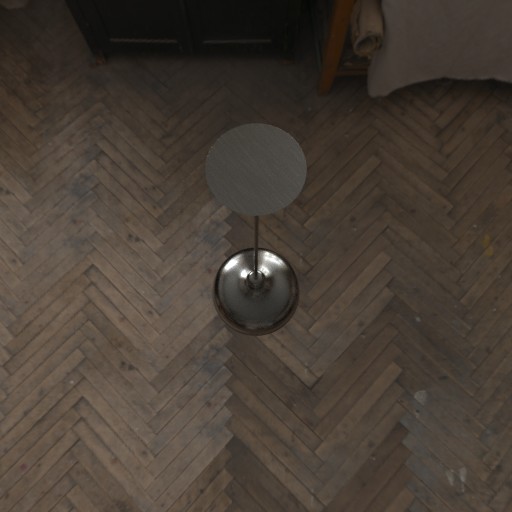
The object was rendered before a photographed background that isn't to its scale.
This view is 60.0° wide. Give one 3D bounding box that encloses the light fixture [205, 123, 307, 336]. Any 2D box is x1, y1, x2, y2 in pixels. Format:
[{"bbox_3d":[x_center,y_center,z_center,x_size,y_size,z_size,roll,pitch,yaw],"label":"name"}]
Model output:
[{"bbox_3d":[0.000,0.000,1.073,0.299,0.935,0.299,-39,78,-10],"label":"light fixture"}]
